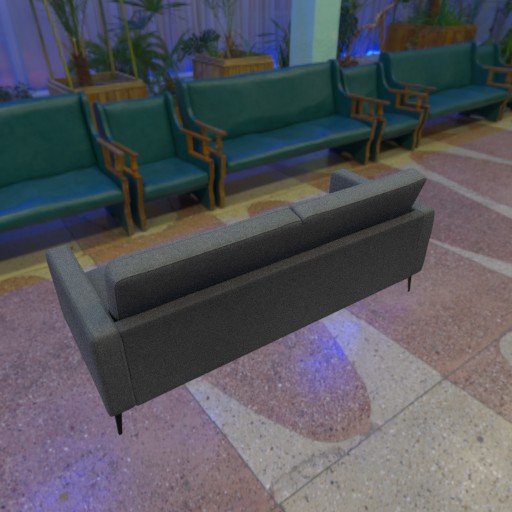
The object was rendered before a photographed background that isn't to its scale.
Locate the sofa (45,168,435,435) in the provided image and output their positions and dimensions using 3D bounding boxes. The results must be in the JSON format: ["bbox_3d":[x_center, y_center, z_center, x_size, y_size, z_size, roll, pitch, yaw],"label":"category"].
[{"bbox_3d":[0.000,0.000,2.376,1.925,0.828,0.774,-20,37,-28],"label":"sofa"}]
